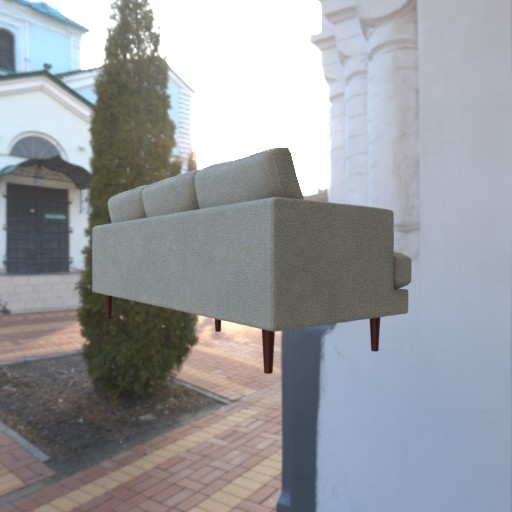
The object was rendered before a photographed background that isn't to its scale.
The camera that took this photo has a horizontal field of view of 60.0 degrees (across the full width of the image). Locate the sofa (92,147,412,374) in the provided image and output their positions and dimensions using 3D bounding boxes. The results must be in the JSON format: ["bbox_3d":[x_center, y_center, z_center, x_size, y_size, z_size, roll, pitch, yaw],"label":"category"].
[{"bbox_3d":[0.000,0.000,2.995,1.504,0.956,2.233,0,0,-37],"label":"sofa"}]
